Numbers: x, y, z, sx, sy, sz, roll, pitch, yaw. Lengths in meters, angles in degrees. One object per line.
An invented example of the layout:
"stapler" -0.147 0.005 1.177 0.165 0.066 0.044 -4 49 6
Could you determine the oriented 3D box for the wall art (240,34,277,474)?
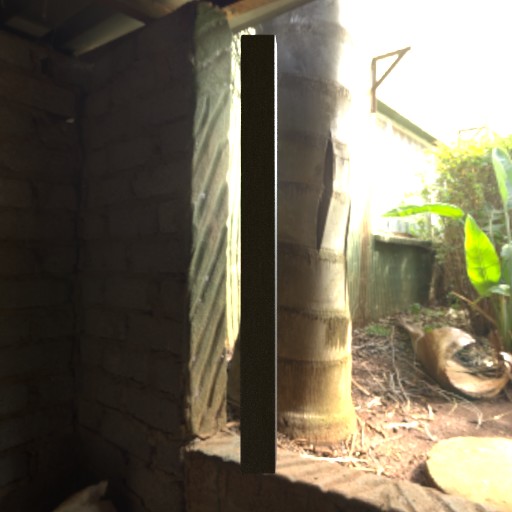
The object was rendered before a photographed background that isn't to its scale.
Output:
"wall art" 0.000 0.000 0.523 0.028 0.330 0.380 0 -1 -1
